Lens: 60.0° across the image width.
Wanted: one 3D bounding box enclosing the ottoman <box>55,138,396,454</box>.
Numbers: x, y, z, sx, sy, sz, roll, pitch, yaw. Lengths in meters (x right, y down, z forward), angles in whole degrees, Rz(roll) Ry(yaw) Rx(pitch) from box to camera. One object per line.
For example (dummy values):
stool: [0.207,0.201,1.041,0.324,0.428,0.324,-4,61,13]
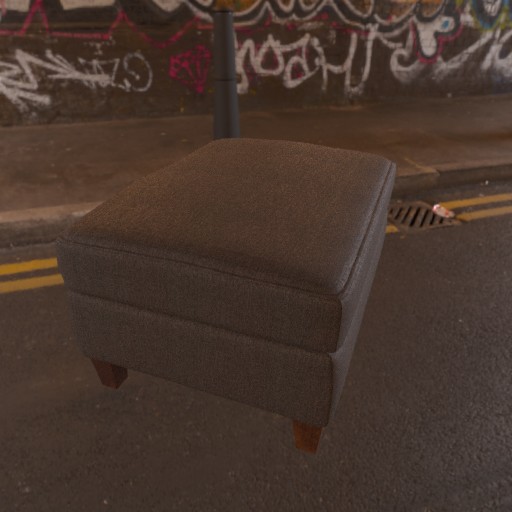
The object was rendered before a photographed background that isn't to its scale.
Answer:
ottoman: [0.000,0.000,1.231,0.639,0.496,0.826,11,32,18]
